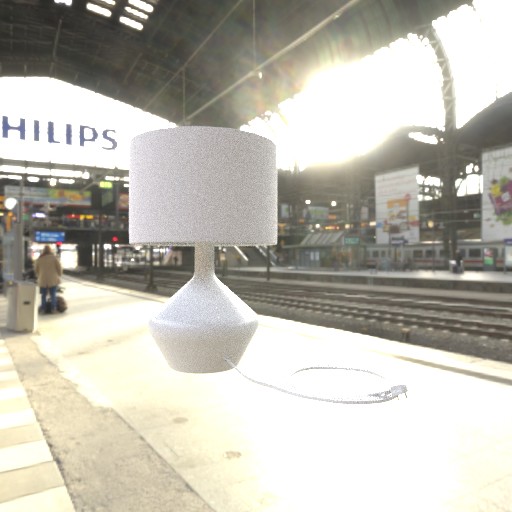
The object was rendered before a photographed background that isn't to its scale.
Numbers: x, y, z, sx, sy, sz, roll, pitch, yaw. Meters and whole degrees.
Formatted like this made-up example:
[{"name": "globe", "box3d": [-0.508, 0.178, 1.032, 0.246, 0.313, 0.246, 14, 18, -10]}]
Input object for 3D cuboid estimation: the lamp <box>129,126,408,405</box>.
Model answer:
[{"name": "lamp", "box3d": [0.000, 0.000, 0.859, 0.401, 0.457, 0.546, 0, 0, -35]}]
